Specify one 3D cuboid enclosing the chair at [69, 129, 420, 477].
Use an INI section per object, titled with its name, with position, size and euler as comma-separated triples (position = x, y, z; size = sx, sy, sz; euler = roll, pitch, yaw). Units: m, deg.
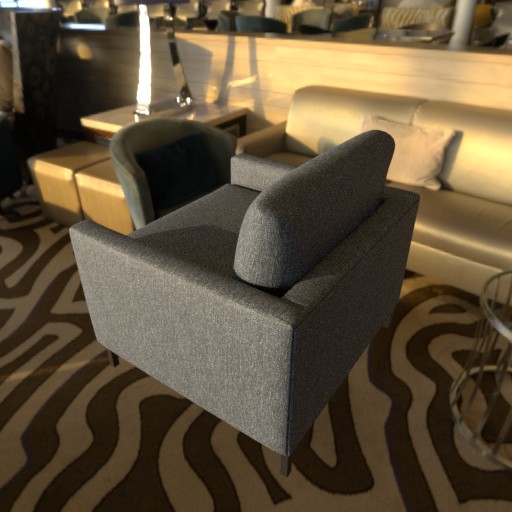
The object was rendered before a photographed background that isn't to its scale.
[chair]
position = 0.000, 0.000, 1.639
size = 0.866, 0.861, 0.963
euler = 20, 36, 30
